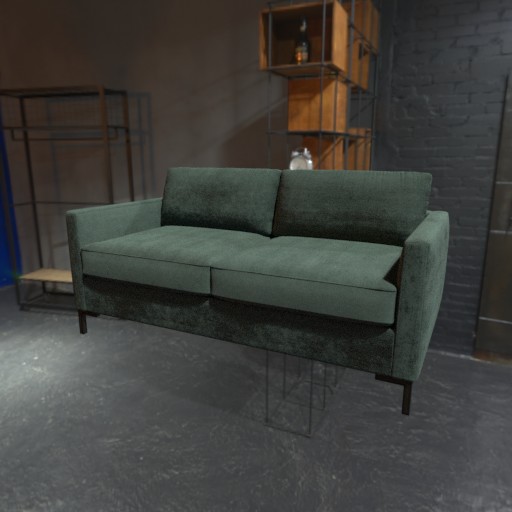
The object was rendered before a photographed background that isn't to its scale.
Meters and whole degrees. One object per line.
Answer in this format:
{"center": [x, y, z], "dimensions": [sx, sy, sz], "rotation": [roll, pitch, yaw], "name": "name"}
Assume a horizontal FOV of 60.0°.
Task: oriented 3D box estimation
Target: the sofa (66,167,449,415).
{"center": [0.000, 0.000, 2.165], "dimensions": [1.676, 0.817, 0.875], "rotation": [7, 15, 26], "name": "sofa"}
